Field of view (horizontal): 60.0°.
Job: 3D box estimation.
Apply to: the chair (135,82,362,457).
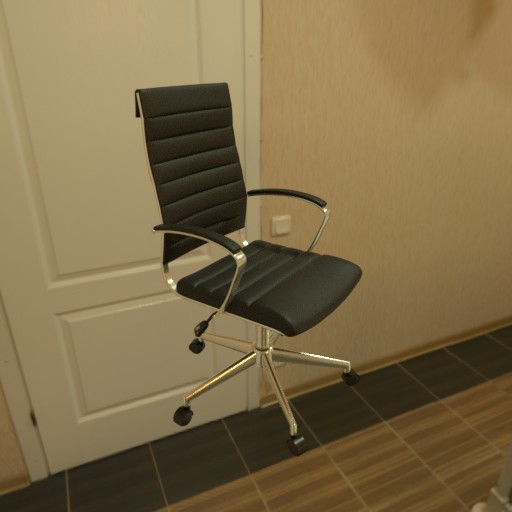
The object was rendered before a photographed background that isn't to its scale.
[{"bbox_3d":[0.000,0.000,1.629,0.739,1.149,0.766,17,30,33],"label":"chair"}]
